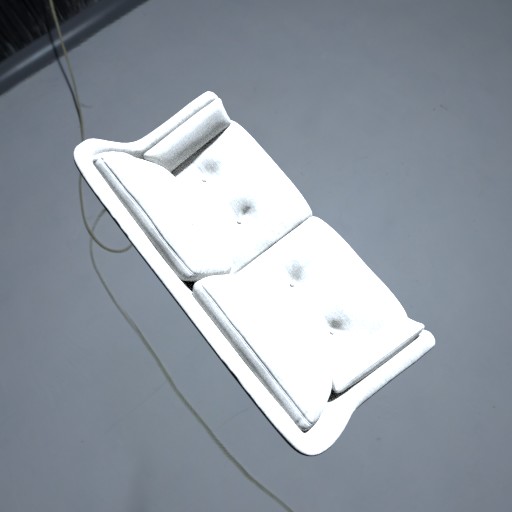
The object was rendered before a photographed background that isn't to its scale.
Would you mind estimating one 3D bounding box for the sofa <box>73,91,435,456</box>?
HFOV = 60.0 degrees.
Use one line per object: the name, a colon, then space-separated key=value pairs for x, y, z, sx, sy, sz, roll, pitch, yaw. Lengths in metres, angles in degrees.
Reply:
sofa: x=0.000 y=0.000 z=2.485 sx=0.976 sy=0.897 sz=1.930 roll=-38 pitch=78 yaw=-9
